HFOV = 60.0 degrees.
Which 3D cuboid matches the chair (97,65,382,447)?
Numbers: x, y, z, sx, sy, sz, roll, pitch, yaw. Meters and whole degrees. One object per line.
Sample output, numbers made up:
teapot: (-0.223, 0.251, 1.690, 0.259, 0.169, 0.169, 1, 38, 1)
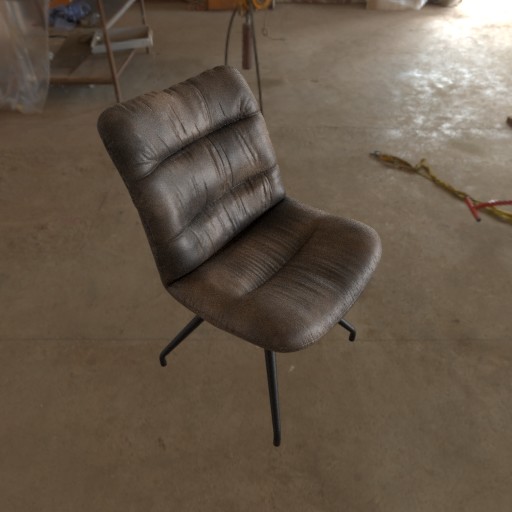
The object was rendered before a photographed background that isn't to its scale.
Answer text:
chair: (0.000, 0.000, 1.279, 0.622, 0.870, 0.549, 26, 47, 27)
